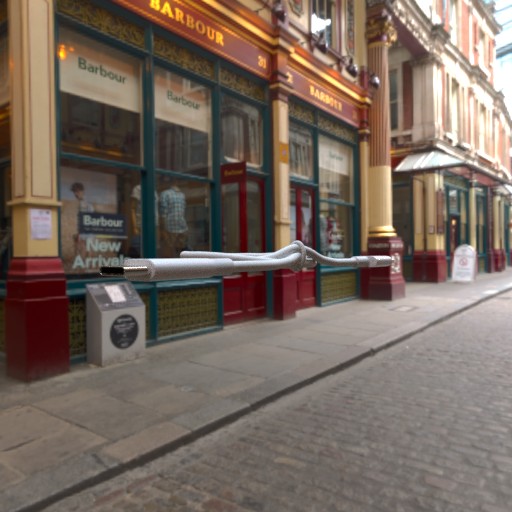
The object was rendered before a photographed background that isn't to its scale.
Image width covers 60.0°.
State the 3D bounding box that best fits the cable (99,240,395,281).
[{"bbox_3d":[0.000,0.000,0.216,0.070,0.014,0.203,0,0,36],"label":"cable"}]
